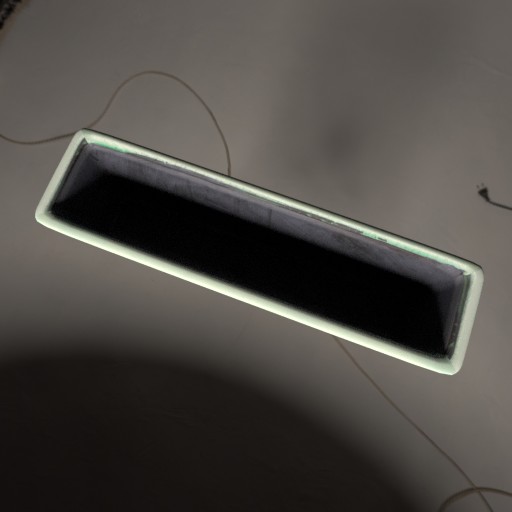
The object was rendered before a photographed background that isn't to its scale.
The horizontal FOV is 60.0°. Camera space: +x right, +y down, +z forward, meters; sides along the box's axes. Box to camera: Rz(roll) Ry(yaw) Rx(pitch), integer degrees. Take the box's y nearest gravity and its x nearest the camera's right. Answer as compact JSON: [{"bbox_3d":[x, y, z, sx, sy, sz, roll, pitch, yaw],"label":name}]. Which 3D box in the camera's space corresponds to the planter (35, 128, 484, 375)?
[{"bbox_3d":[0.000,0.000,0.306,0.275,0.072,0.072,20,77,5],"label":"planter"}]
